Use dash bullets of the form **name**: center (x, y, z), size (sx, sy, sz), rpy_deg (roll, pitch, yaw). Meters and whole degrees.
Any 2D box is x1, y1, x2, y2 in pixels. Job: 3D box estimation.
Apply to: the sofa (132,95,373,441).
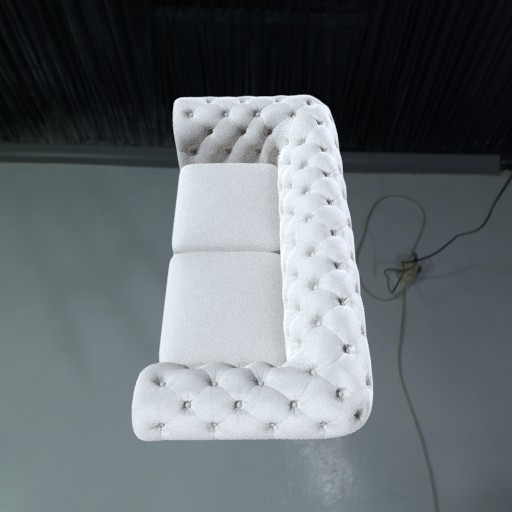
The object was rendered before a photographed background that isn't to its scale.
- **sofa**: center (0.000, 0.000, 2.477), size (0.986, 0.764, 1.998), rpy_deg (0, 58, 0)
